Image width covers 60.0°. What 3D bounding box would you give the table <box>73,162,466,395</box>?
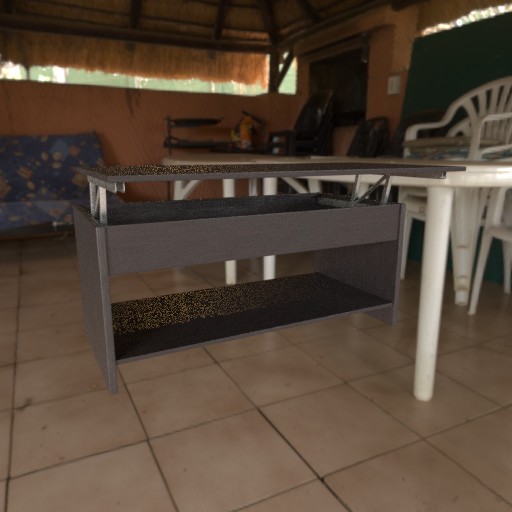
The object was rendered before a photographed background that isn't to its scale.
[{"bbox_3d":[0.000,0.000,1.425,1.000,0.570,0.712,-7,15,-27],"label":"table"}]
